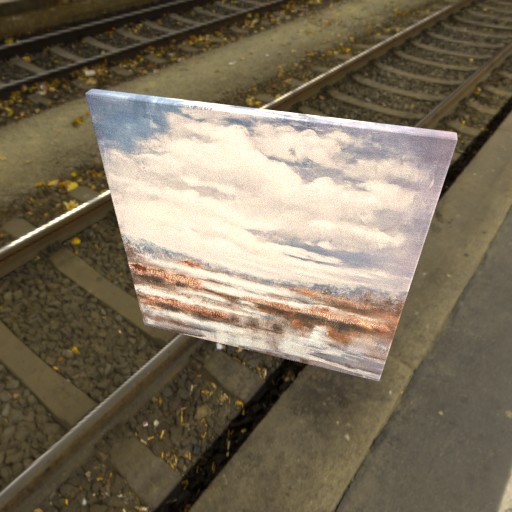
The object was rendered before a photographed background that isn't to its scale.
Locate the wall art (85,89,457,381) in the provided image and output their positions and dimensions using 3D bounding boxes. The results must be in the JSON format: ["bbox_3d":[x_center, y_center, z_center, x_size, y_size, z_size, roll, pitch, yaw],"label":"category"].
[{"bbox_3d":[0.000,0.000,1.327,0.888,0.897,0.035,11,43,12],"label":"wall art"}]
